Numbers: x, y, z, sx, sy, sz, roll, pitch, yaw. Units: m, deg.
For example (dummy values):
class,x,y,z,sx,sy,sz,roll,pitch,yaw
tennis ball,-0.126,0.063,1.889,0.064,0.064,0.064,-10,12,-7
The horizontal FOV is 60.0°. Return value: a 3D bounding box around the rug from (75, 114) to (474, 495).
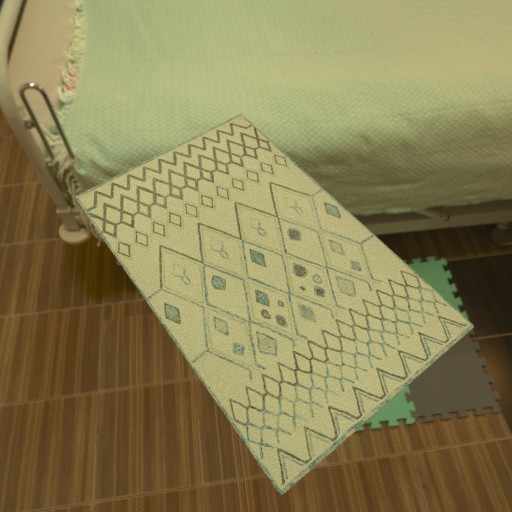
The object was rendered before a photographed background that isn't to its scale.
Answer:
class,x,y,z,sx,sy,sz,roll,pitch,yaw
rug,0.000,0.000,2.996,1.524,0.015,2.439,-32,63,-19
